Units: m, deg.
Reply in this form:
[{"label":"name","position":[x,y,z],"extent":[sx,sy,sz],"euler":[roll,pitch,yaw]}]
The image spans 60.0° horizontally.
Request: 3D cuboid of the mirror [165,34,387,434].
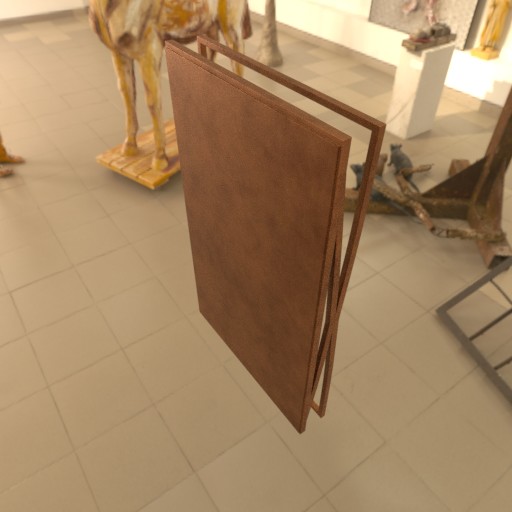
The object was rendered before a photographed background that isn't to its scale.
[{"label":"mirror","position":[0.000,0.000,0.953],"extent":[0.082,0.768,0.468],"euler":[-26,49,-26]}]
